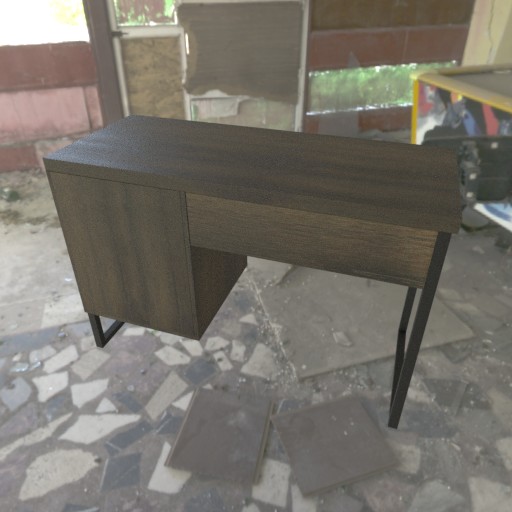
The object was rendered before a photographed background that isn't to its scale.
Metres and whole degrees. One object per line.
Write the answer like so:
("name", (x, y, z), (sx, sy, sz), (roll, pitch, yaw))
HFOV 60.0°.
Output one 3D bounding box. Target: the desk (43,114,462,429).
("desk", (0.000, 0.000, 1.535), (1.134, 0.752, 0.511), (11, 35, 16))
